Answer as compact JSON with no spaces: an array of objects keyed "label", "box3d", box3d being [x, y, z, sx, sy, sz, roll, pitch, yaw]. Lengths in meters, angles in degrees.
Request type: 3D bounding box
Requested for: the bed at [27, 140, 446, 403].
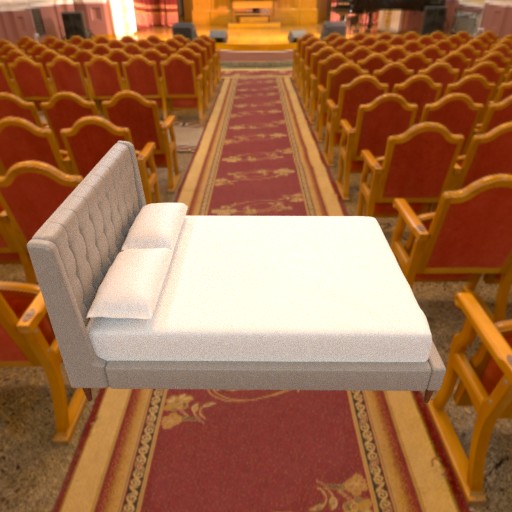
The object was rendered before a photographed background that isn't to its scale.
[{"label":"bed","box3d":[0.000,0.000,3.134,2.232,1.147,1.656,0,32,0]}]
